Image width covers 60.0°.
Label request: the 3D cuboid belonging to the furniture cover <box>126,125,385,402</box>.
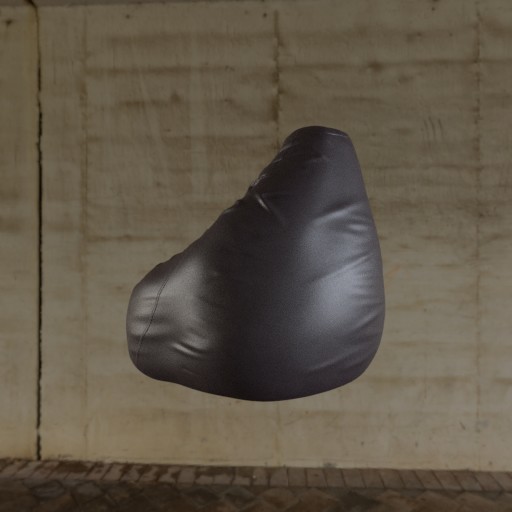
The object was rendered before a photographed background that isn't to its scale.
[{"bbox_3d":[0.000,0.000,1.927,1.070,0.990,1.070,0,0,35],"label":"furniture cover"}]
